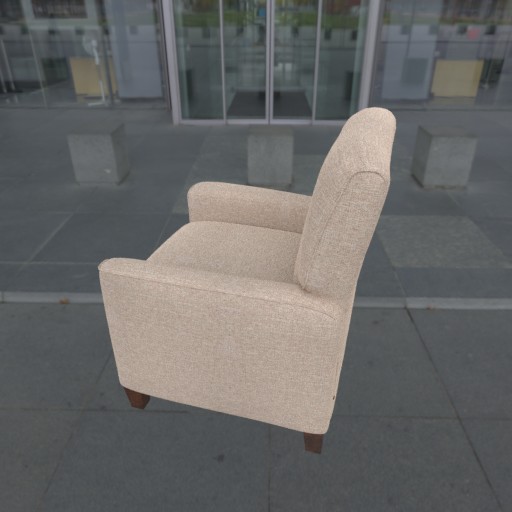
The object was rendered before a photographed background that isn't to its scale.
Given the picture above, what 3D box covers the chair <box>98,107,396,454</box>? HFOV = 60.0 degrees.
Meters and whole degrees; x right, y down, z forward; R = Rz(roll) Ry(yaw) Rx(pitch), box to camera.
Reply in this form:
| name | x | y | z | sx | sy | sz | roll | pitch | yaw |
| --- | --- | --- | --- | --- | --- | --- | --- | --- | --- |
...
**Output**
| name | x | y | z | sx | sy | sz | roll | pitch | yaw |
| --- | --- | --- | --- | --- | --- | --- | --- | --- | --- |
| chair | 0.000 | 0.000 | 1.641 | 0.858 | 1.028 | 0.841 | 8 | 31 | 14 |
